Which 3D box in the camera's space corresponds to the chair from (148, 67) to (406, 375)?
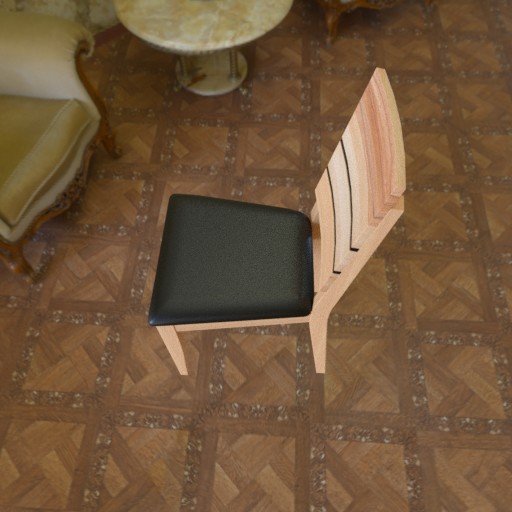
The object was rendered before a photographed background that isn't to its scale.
[{"bbox_3d":[0.000,0.000,1.181,0.520,0.940,0.410,2,59,1],"label":"chair"}]
